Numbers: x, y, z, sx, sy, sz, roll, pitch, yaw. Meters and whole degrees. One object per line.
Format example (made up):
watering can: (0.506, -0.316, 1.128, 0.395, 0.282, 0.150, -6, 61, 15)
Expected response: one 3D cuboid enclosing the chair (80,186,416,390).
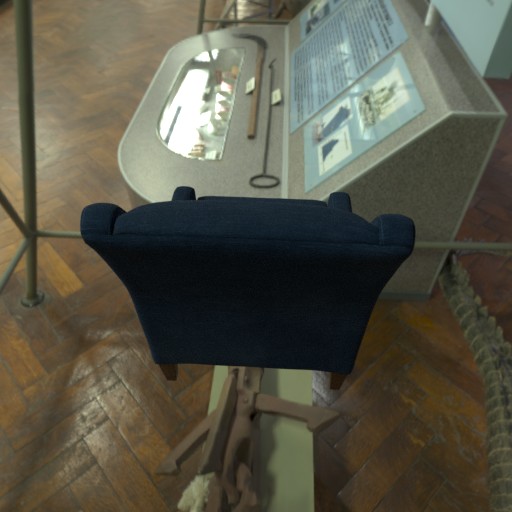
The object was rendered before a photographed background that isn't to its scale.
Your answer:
chair: (0.000, 0.000, 1.609, 0.774, 1.014, 0.870, 2, 45, 2)
